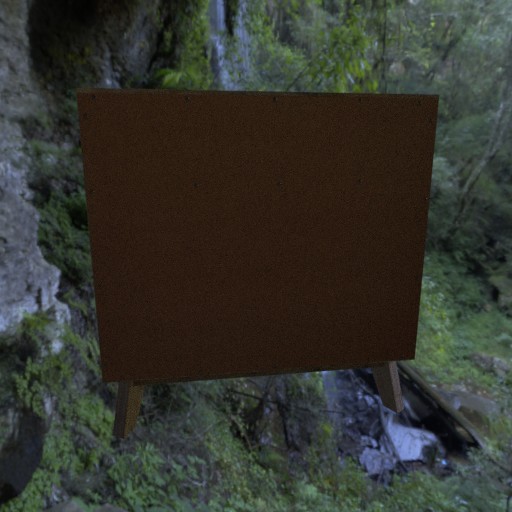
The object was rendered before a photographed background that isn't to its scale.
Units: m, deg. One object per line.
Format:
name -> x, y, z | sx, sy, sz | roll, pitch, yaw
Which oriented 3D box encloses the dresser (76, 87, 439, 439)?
dresser -> 0.000, 0.000, 1.541 | 0.998, 1.029, 0.455 | -2, 14, -8
